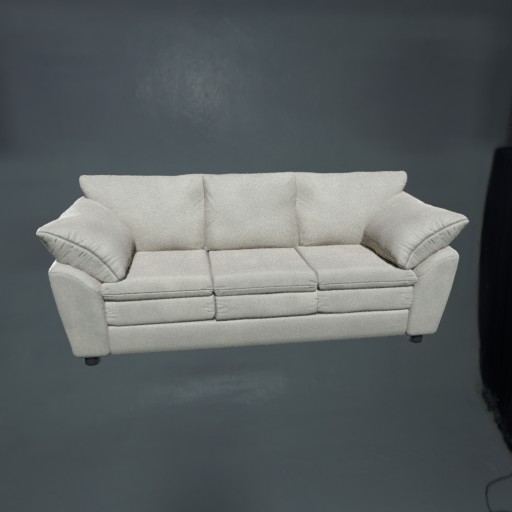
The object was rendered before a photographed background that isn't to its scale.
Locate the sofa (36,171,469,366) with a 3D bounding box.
[{"bbox_3d":[0.000,0.000,2.798,2.334,0.996,0.878,-2,16,-8],"label":"sofa"}]
